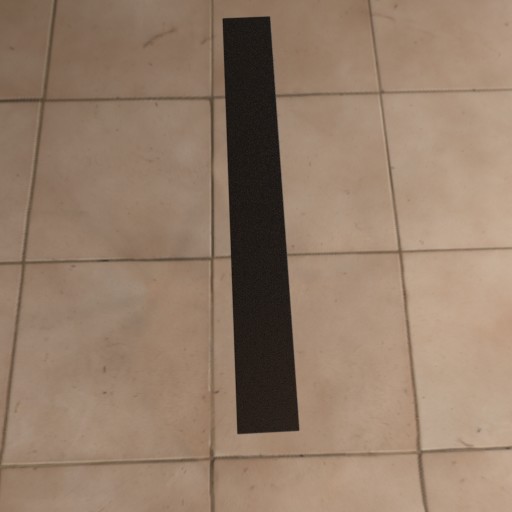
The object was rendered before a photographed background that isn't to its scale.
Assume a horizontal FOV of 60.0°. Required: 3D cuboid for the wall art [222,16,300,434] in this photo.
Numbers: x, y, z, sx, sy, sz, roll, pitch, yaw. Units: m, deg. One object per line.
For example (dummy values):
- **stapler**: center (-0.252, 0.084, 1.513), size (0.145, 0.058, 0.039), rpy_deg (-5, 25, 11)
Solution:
- **wall art**: center (0.000, 0.000, 0.452), size (0.038, 0.304, 0.304), rpy_deg (-3, 75, -1)
